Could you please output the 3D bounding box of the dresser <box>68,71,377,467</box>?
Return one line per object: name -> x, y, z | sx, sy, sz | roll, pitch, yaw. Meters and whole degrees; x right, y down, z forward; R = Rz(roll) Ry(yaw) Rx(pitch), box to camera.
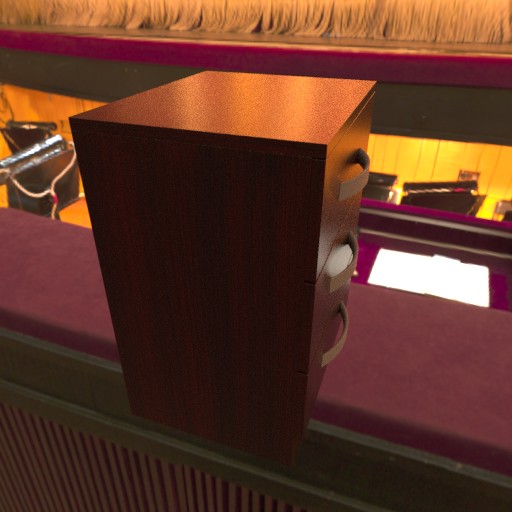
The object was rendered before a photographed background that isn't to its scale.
dresser -> 0.000, 0.000, 0.813 | 0.360, 0.560, 0.400 | 11, 33, 17
